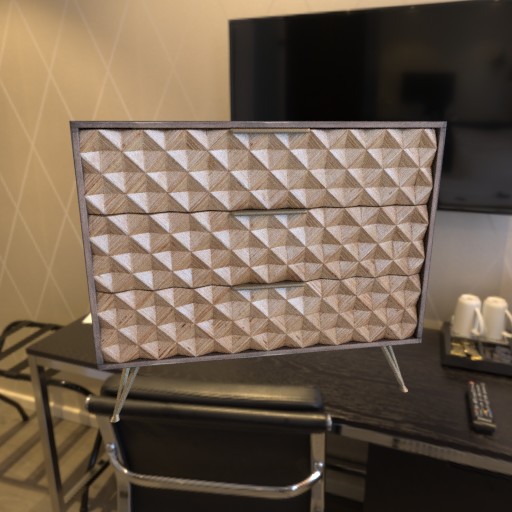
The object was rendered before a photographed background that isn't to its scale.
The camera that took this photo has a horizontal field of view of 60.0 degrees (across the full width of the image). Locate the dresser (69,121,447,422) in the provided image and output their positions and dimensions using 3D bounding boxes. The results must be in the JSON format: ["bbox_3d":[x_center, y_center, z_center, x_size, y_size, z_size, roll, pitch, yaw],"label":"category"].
[{"bbox_3d":[0.000,0.000,1.385,0.923,0.801,0.453,-3,17,-9],"label":"dresser"}]
